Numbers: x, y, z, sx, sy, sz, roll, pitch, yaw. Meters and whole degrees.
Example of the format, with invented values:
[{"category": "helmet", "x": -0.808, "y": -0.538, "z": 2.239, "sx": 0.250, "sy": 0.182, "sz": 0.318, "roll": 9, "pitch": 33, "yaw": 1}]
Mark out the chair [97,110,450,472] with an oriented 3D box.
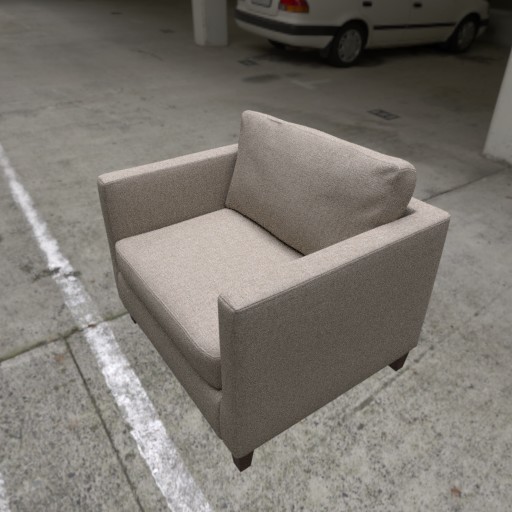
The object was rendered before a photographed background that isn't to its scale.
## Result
[{"category": "chair", "x": 0.000, "y": 0.000, "z": 1.843, "sx": 0.959, "sy": 0.961, "sz": 1.107, "roll": -21, "pitch": 38, "yaw": -29}]
